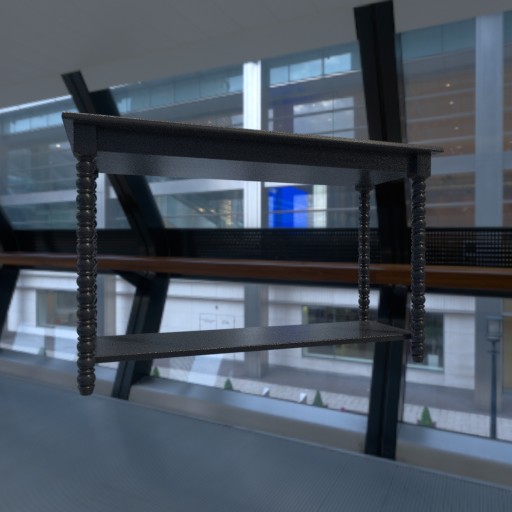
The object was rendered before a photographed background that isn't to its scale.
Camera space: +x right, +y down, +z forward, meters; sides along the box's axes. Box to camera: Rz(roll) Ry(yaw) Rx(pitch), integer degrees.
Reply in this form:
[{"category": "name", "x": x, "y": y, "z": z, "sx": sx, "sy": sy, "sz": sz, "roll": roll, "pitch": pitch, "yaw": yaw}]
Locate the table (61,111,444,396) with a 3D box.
[{"category": "table", "x": 0.000, "y": 0.000, "z": 1.515, "sx": 1.184, "sy": 0.735, "sz": 0.459, "roll": 0, "pitch": 1, "yaw": -19}]
